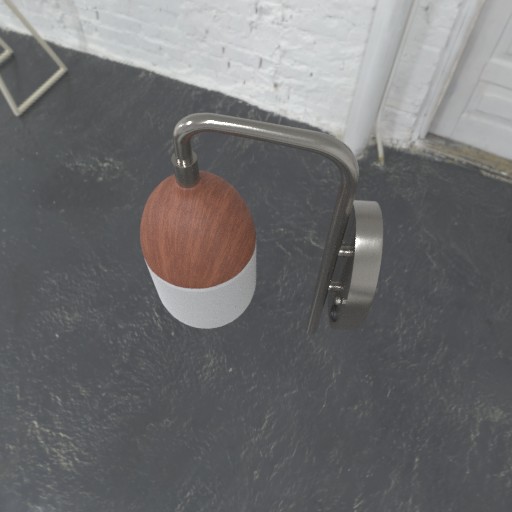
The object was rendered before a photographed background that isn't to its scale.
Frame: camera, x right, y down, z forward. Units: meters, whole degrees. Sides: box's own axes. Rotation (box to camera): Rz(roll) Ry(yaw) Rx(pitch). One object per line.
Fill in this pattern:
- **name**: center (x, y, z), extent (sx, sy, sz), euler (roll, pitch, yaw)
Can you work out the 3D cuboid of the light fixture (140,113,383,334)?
- **light fixture**: center (0.000, 0.000, 0.440), extent (0.216, 0.343, 0.108), euler (3, 57, 2)
